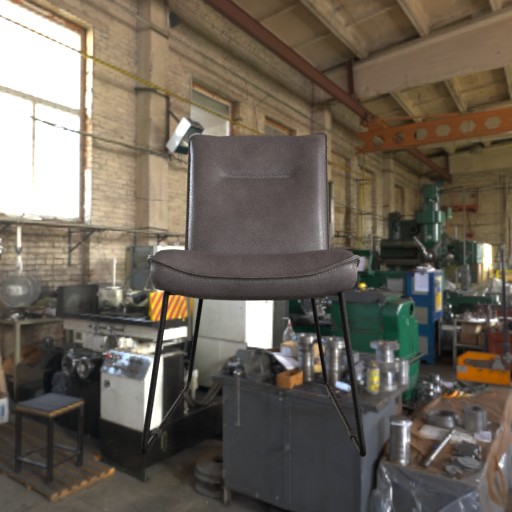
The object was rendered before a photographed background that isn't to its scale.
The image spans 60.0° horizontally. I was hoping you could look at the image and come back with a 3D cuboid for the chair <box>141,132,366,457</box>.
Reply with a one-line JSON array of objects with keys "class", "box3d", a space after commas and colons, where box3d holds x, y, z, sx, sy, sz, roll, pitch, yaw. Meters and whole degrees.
[{"class": "chair", "box3d": [0.000, 0.000, 1.342, 0.515, 0.932, 0.688, 0, -1, 1]}]
